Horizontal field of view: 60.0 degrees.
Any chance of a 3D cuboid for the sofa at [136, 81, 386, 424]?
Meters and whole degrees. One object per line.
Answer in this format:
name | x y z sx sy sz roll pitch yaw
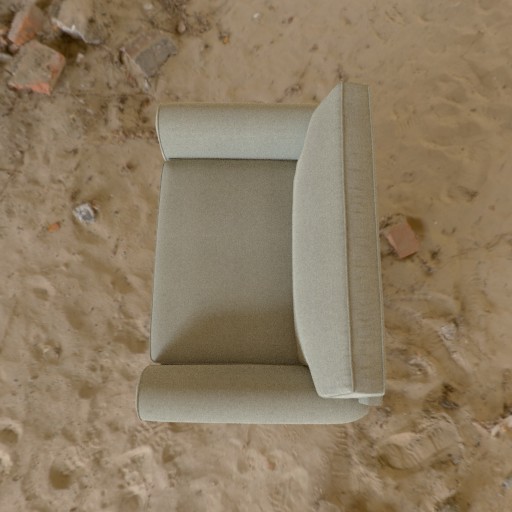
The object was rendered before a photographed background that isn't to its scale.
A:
sofa | 0.000 0.000 2.007 0.936 0.991 1.405 1 76 0
